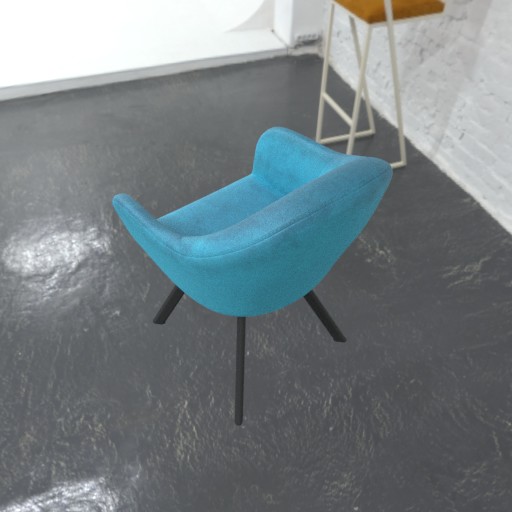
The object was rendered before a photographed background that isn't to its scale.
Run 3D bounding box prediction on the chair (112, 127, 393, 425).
[{"bbox_3d":[0.000,0.000,1.200,0.540,0.780,0.570,-30,53,-27],"label":"chair"}]
